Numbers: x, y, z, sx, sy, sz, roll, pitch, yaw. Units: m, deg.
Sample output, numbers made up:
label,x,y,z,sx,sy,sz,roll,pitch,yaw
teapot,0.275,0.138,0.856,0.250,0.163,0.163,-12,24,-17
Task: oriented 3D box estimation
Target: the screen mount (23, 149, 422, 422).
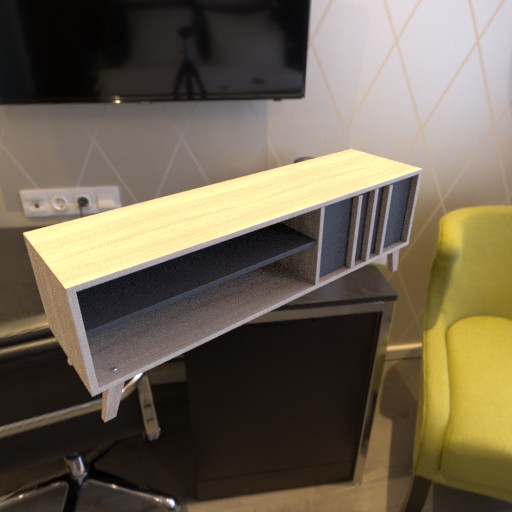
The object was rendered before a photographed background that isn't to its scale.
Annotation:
label,x,y,z,sx,sy,sz,roll,pitch,yaw
screen mount,0.000,0.000,1.745,1.500,0.509,0.401,-21,35,-33
